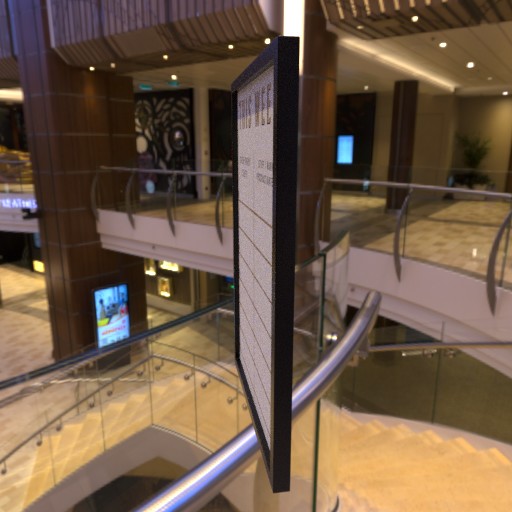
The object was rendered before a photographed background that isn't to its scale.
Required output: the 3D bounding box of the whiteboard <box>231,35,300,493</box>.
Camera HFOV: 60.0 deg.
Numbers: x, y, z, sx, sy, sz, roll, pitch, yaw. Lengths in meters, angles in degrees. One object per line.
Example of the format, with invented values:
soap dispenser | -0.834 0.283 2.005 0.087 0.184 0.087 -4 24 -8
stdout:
whiteboard | 0.000 0.000 0.765 0.026 0.611 0.406 -3 14 -10
